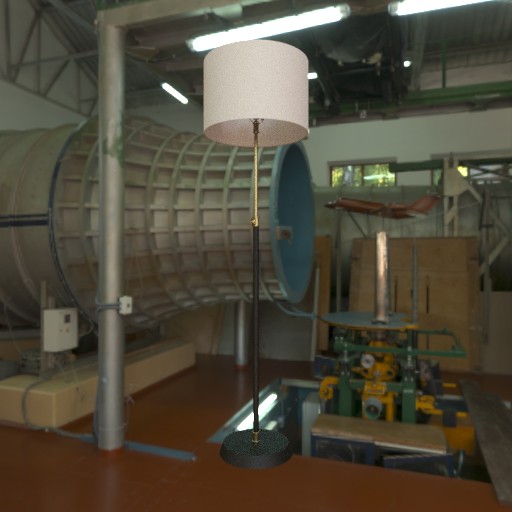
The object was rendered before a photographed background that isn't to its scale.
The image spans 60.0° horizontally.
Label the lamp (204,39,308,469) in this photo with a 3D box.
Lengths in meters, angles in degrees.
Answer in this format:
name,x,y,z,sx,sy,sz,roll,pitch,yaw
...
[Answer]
name,x,y,z,sx,sy,sz,roll,pitch,yaw
lamp,0.000,0.000,1.721,0.404,1.517,0.404,0,0,-37
